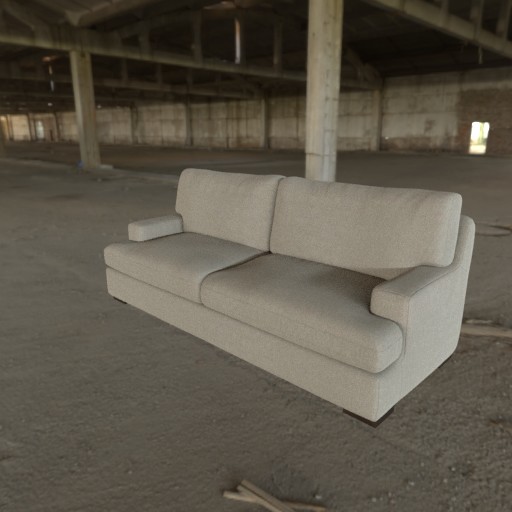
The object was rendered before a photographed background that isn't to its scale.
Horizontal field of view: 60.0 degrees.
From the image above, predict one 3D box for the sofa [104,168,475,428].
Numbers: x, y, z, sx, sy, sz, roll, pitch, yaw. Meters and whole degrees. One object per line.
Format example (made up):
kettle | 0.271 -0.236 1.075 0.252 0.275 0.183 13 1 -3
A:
sofa | 0.000 0.000 2.878 2.354 0.980 0.962 15 21 42
